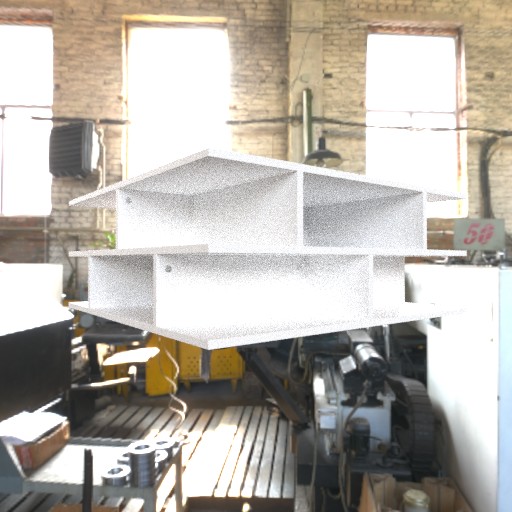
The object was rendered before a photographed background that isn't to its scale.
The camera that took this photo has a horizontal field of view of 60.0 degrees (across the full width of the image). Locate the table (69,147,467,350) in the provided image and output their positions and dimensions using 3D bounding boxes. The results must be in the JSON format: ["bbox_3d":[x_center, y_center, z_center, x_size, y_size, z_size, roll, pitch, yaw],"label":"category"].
[{"bbox_3d":[0.000,0.000,1.097,0.700,0.289,0.700,0,-1,-37],"label":"table"}]
